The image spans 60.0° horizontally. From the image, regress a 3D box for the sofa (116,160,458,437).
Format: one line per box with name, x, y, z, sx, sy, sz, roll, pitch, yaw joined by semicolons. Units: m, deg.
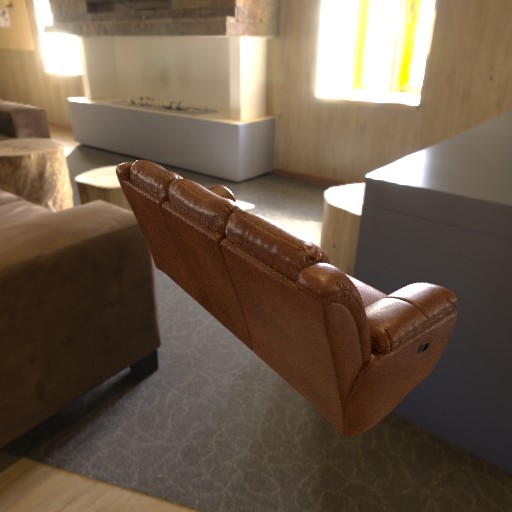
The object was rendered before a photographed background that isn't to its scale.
sofa;0.000;0.000;2.889;0.991;1.043;2.337;-18;31;-32
